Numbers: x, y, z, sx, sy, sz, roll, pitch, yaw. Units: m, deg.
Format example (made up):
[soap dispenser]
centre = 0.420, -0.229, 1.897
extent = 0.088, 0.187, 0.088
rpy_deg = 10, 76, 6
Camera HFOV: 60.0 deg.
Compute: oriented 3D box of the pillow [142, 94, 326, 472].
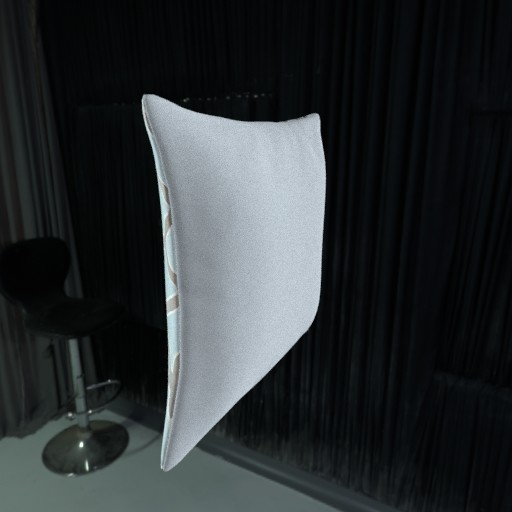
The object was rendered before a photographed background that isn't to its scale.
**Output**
[pillow]
centre = 0.000, 0.000, 0.794
extent = 0.166, 0.508, 0.552
rpy_deg = 8, 17, 27
